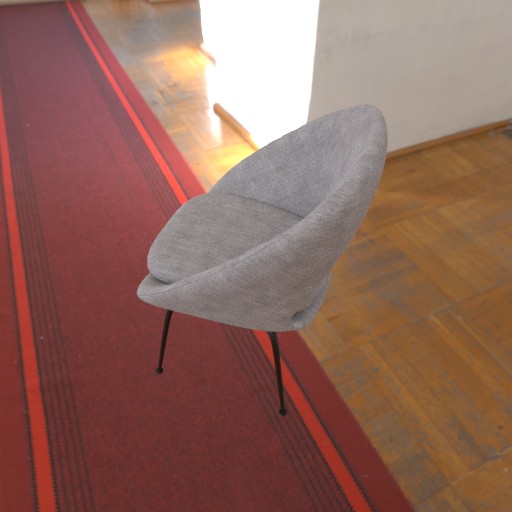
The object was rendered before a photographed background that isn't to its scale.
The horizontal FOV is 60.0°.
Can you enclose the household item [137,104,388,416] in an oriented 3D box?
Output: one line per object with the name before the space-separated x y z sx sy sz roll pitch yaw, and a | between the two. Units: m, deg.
household item | 0.000 0.000 1.291 0.587 0.869 0.643 14 47 14
